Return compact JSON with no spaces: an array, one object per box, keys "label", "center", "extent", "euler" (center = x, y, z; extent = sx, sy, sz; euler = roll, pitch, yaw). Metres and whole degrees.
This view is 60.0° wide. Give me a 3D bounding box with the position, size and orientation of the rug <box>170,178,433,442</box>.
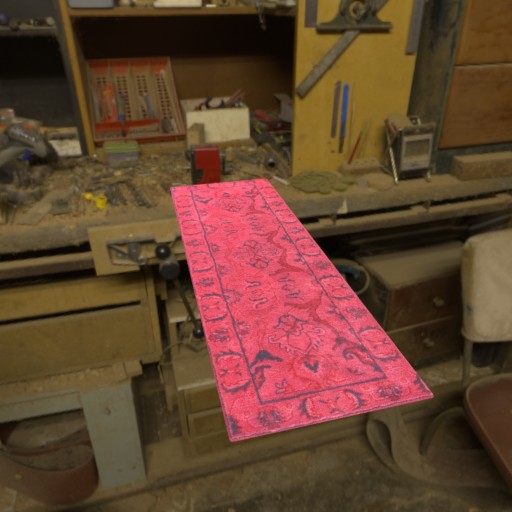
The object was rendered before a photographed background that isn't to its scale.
[{"label":"rug","center":[0.000,0.000,2.659],"extent":[0.813,0.018,2.439],"euler":[-7,31,-12]}]
